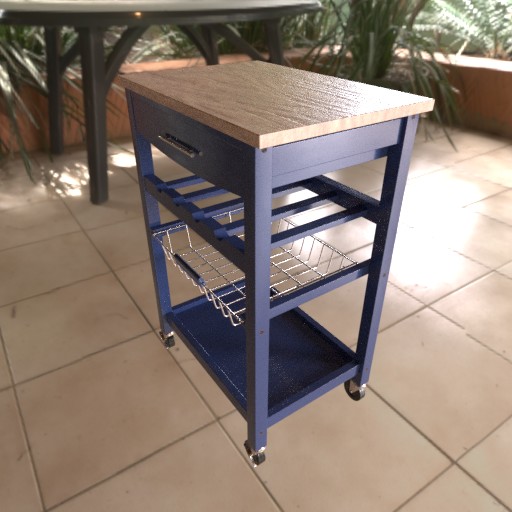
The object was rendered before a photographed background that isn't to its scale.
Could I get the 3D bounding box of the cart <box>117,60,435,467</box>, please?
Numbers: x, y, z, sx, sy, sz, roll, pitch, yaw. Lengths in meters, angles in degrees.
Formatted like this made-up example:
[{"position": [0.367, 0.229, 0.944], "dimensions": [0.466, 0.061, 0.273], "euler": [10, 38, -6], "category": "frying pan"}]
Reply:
[{"position": [0.000, 0.000, 1.148], "dimensions": [0.403, 0.839, 0.584], "euler": [-20, 37, -29], "category": "cart"}]
